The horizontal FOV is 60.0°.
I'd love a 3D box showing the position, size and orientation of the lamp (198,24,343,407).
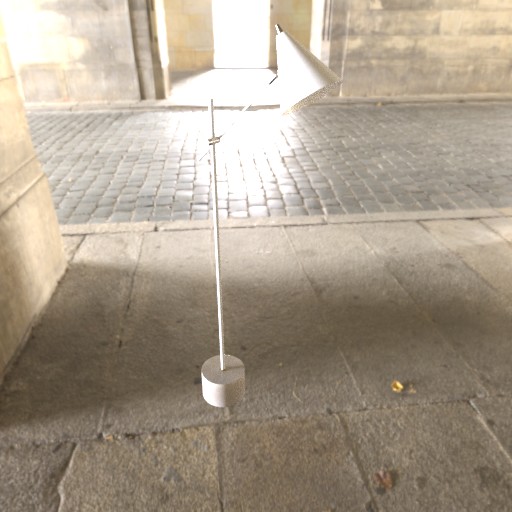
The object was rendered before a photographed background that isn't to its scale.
[{"bbox_3d":[0.000,0.000,1.541,0.508,1.430,0.223,19,34,32],"label":"lamp"}]
